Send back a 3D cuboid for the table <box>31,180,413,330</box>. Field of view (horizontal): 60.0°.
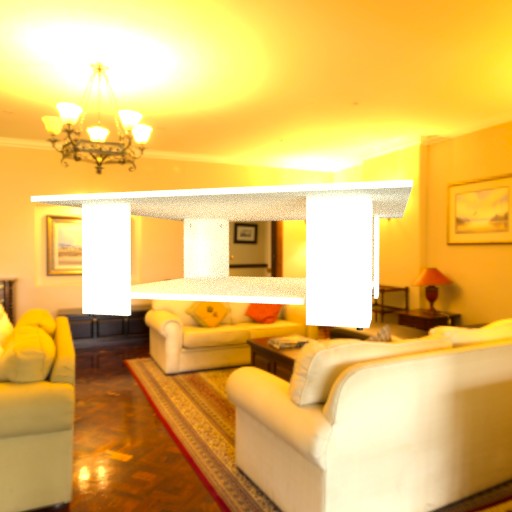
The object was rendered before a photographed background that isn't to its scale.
[{"bbox_3d":[0.000,0.000,1.391,0.890,0.305,0.890,0,1,17],"label":"table"}]
